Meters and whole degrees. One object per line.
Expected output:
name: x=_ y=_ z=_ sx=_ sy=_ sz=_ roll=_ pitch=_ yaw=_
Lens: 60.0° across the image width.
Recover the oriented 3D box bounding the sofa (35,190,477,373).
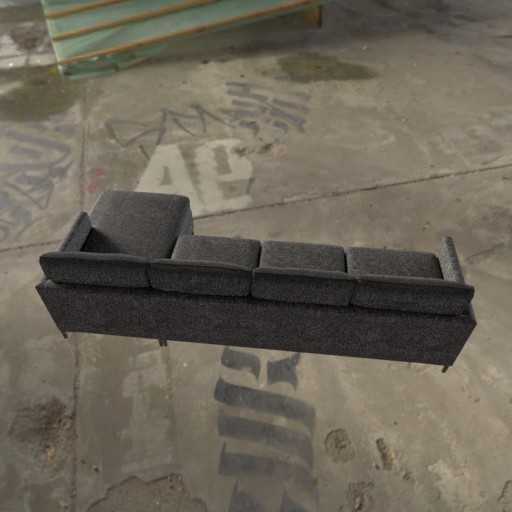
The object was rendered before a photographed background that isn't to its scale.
sofa: x=0.000 y=0.000 z=4.010 sx=3.384 sy=0.970 sz=1.488 roll=4 pitch=46 yaw=4
